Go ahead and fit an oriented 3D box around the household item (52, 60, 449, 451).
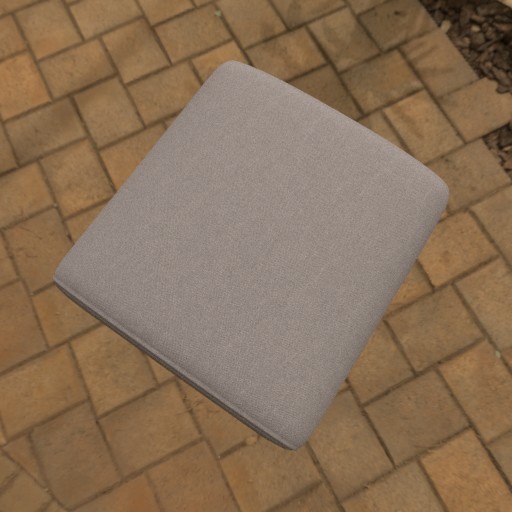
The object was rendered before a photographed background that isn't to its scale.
[{"bbox_3d":[0.000,0.000,0.883,0.530,0.410,0.530,33,78,8],"label":"household item"}]
